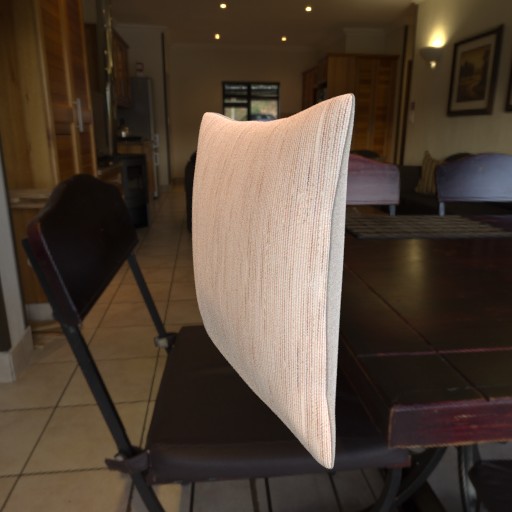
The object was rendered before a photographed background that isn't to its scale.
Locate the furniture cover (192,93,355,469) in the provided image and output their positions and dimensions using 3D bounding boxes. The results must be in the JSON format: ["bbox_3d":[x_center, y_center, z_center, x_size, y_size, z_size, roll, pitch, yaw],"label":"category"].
[{"bbox_3d":[0.000,0.000,0.785,0.178,0.506,0.512,-7,17,-25],"label":"furniture cover"}]
